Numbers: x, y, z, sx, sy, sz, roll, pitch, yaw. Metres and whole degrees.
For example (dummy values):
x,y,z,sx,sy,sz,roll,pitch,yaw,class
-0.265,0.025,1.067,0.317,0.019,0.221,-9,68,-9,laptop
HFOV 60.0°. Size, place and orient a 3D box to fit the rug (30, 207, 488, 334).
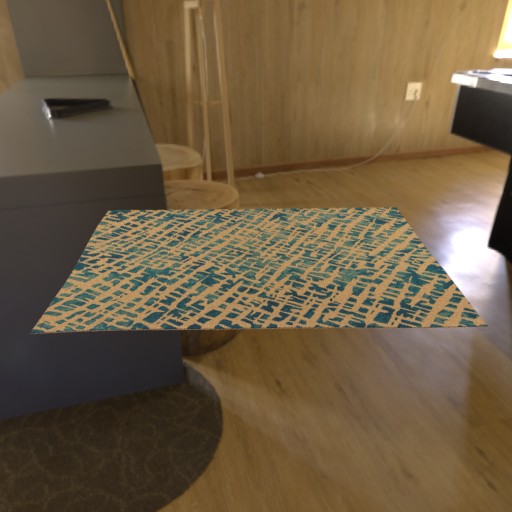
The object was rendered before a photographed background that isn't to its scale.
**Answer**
x,y,z,sx,sy,sz,roll,pitch,yaw,class
0.000,0.000,2.284,1.830,0.011,1.209,-1,29,-1,rug
